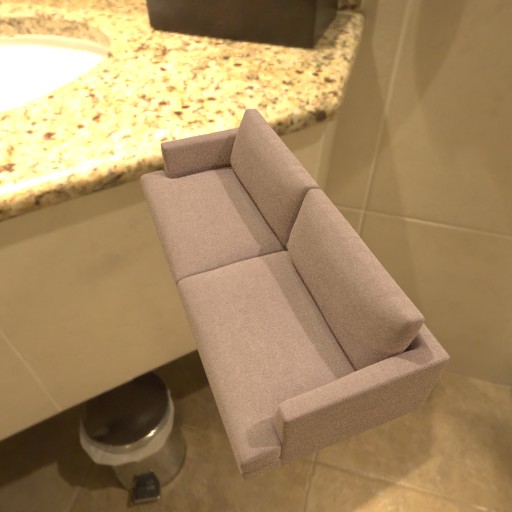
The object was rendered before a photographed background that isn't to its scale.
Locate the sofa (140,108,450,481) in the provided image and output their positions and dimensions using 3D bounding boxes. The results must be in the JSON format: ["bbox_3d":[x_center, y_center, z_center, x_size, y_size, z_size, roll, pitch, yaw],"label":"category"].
[{"bbox_3d":[0.000,0.000,2.734,1.020,0.868,2.250,-16,48,-15],"label":"sofa"}]
